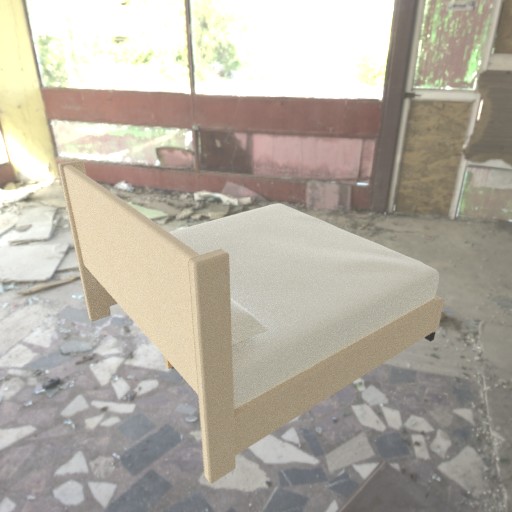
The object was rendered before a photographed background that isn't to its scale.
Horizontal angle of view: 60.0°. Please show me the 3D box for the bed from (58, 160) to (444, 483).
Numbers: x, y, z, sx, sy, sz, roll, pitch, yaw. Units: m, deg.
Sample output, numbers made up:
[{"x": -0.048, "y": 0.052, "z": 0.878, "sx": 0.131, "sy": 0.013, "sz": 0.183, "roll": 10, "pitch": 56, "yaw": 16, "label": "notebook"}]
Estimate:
[{"x": 0.000, "y": 0.000, "z": 3.655, "sx": 2.293, "sy": 1.471, "sz": 2.145, "roll": -19, "pitch": 32, "yaw": -33, "label": "bed"}]
